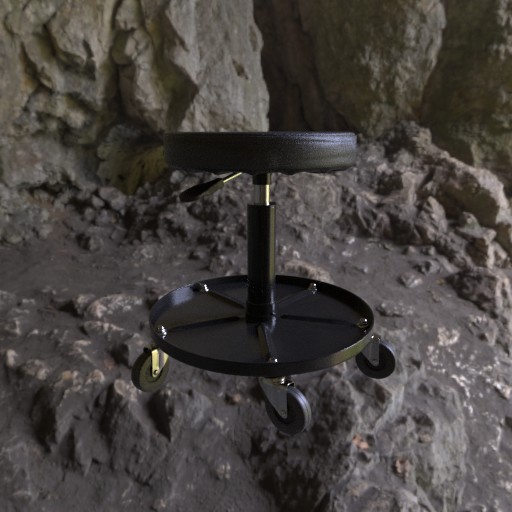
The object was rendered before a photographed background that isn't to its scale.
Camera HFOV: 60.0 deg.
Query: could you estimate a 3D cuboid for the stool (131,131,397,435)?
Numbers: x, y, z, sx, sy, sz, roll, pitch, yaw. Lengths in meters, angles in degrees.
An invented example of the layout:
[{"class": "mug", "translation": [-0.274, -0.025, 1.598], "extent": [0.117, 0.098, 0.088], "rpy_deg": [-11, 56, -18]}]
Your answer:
[{"class": "stool", "translation": [0.000, 0.000, 0.675], "extent": [0.381, 0.365, 0.382], "rpy_deg": [15, 21, 42]}]
